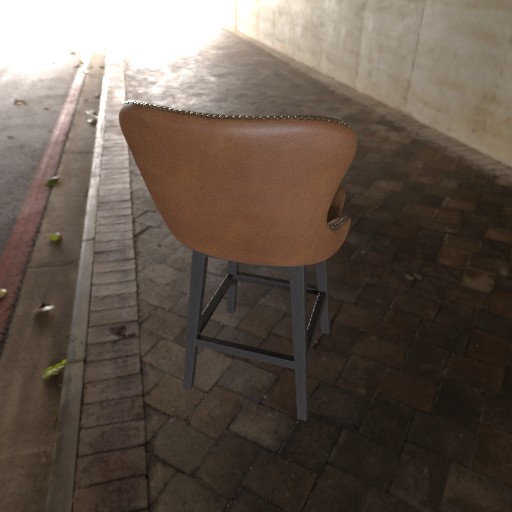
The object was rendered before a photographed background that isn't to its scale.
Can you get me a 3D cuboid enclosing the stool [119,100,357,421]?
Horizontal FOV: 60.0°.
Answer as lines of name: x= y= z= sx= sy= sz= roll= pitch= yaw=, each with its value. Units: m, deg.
stool: x=0.000 y=0.000 z=1.306 sx=0.528 sy=0.971 sz=0.593 roll=10 pitch=34 yaw=15
